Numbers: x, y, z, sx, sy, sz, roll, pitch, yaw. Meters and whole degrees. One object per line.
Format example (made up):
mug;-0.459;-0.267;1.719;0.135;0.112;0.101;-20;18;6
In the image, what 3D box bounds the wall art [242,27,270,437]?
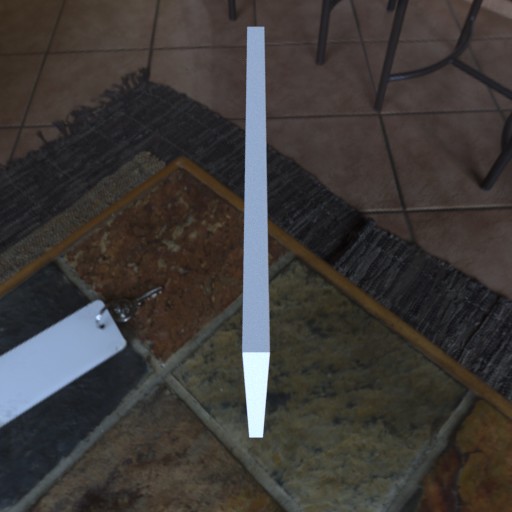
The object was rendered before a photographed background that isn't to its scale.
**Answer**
wall art;0.000;0.000;0.681;0.023;0.453;0.455;0;59;0
